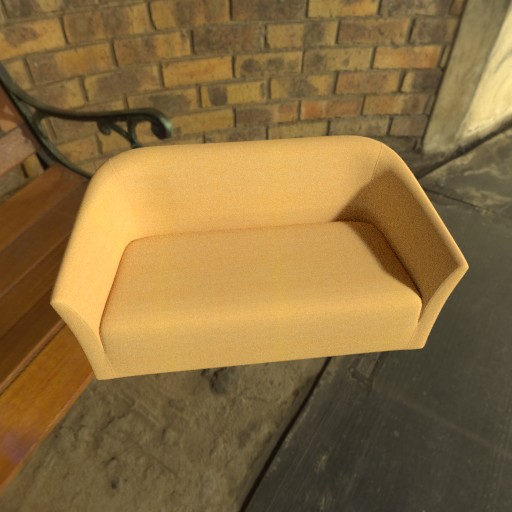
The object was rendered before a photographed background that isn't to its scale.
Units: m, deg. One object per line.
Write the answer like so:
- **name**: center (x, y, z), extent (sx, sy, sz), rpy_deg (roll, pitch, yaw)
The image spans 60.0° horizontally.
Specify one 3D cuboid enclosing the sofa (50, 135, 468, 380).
- **sofa**: center (0.000, 0.000, 1.905), extent (1.452, 0.721, 0.705), rpy_deg (-5, 46, -4)
